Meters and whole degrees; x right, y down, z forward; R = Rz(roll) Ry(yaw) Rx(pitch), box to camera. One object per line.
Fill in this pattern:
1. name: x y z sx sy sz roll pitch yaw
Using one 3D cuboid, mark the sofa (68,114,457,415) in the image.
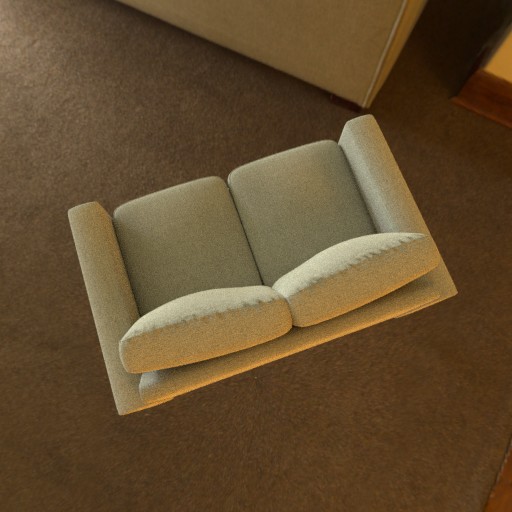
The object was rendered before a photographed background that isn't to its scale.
1. sofa: 0.000 0.000 1.986 1.420 0.873 0.917 -19 75 -5
